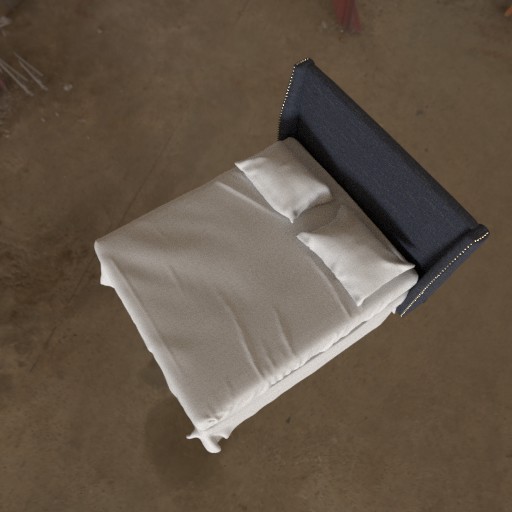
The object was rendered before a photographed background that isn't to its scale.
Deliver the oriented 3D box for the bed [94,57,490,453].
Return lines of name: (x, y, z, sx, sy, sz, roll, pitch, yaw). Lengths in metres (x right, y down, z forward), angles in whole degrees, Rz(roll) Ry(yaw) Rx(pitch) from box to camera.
bed: (0.000, 0.000, 3.396, 2.276, 1.332, 1.925, -31, 68, -14)
